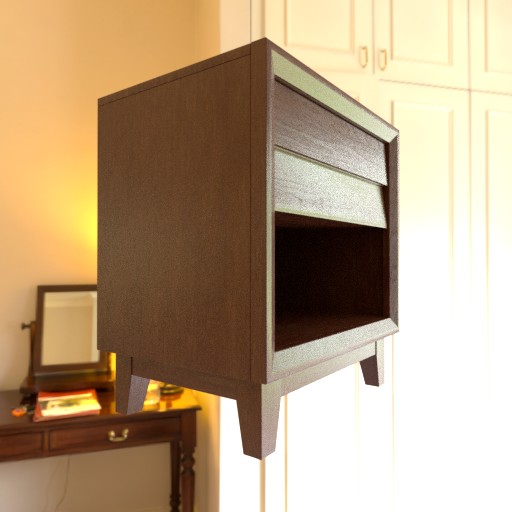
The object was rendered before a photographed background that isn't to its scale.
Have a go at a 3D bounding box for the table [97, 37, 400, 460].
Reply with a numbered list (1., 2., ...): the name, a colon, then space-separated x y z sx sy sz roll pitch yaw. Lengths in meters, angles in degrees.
1. table: 0.000 0.000 0.977 0.449 0.609 0.557 0 -1 36
